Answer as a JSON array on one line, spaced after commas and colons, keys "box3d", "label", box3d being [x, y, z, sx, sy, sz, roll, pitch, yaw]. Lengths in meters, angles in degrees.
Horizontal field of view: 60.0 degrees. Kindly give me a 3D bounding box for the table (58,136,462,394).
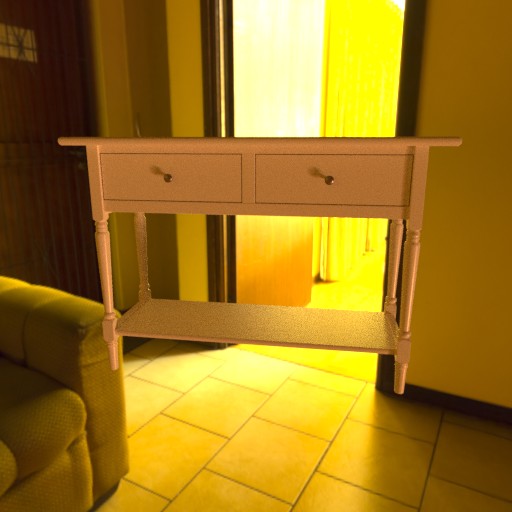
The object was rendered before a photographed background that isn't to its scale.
[{"box3d": [0.000, 0.000, 1.573, 1.191, 0.814, 0.386, 2, 15, 9], "label": "table"}]
